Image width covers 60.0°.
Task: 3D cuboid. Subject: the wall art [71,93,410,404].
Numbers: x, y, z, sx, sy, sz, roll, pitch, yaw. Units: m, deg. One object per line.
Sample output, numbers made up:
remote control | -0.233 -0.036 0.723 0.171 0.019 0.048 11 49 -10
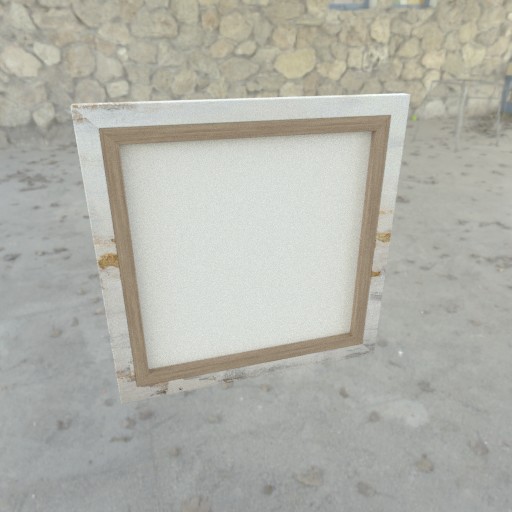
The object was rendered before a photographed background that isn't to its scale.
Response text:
wall art | 0.000 0.000 1.514 1.015 1.018 0.040 -7 26 -15
